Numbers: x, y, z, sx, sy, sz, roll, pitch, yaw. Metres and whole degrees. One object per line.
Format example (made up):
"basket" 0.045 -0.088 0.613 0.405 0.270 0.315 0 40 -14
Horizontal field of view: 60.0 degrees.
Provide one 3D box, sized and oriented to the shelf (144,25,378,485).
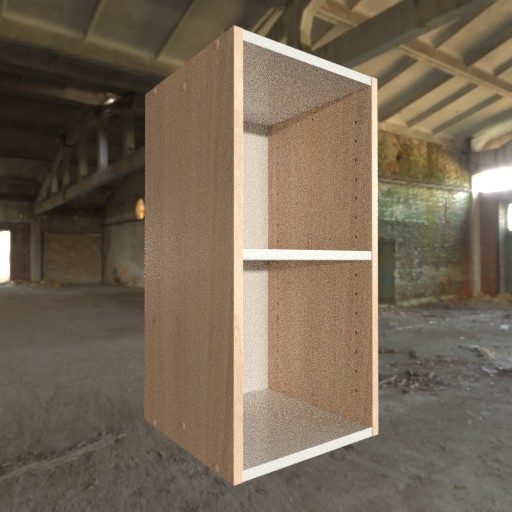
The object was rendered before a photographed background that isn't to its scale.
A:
"shelf" 0.000 0.000 0.776 0.290 0.594 0.297 0 -1 -36
